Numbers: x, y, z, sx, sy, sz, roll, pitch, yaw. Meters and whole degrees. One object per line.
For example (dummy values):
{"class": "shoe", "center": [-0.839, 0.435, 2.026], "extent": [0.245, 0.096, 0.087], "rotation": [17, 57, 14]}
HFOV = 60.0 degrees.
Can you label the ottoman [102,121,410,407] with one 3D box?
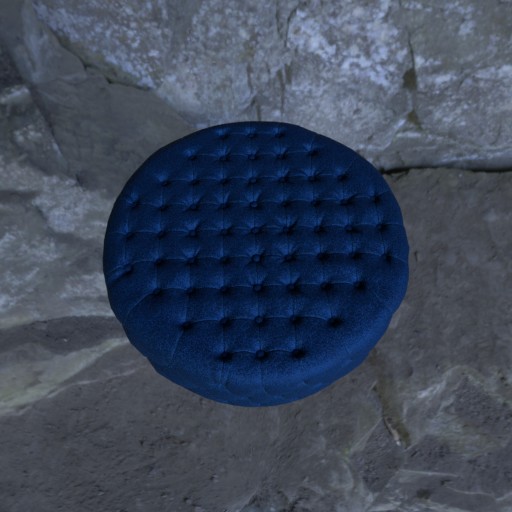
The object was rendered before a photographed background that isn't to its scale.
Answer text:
{"class": "ottoman", "center": [0.000, 0.000, 1.556], "extent": [0.998, 0.398, 0.998], "rotation": [0, 62, 0]}
